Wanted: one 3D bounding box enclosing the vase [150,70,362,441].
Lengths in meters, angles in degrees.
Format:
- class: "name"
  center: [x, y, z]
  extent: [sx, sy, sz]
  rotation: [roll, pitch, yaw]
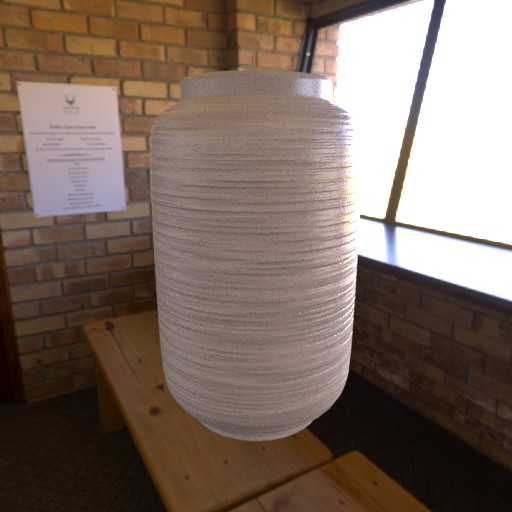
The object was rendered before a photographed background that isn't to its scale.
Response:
- class: "vase"
  center: [0.000, 0.000, 0.453]
  extent: [0.202, 0.335, 0.202]
  rotation: [0, 15, 0]
